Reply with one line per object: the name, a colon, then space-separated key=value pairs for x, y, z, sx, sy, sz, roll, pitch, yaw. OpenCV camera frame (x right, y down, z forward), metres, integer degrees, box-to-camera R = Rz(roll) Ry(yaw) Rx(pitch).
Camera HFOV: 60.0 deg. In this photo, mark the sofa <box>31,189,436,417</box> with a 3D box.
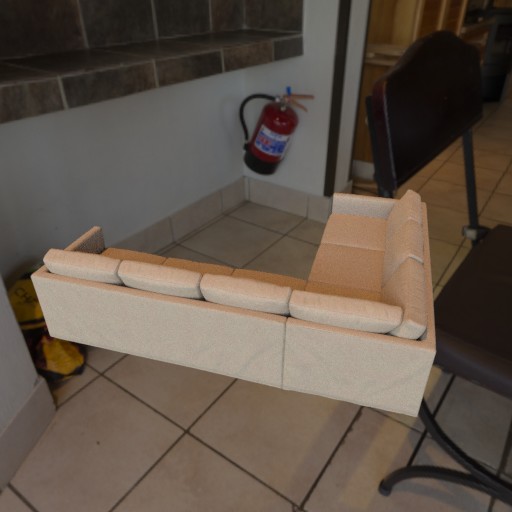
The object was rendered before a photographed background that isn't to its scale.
sofa: x=0.000 y=0.000 z=4.382 sx=3.182 sy=0.871 sz=2.432 roll=9 pitch=33 yaw=14
